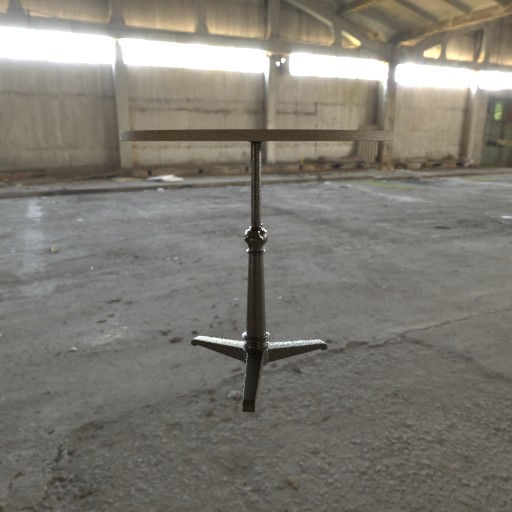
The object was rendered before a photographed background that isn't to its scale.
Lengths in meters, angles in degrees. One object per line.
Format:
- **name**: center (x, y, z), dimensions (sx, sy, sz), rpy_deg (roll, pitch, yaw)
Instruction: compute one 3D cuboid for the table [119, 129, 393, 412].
- **table**: center (0.000, 0.000, 1.452), dimensions (0.800, 0.780, 0.800), rpy_deg (0, 15, 0)
